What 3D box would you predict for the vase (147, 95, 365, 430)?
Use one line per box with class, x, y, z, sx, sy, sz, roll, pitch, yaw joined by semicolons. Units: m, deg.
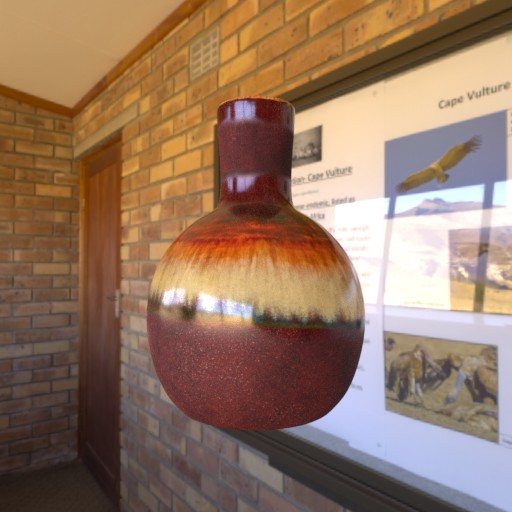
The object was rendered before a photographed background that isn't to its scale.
vase;0.000;0.000;0.232;0.111;0.154;0.111;0;-1;0
